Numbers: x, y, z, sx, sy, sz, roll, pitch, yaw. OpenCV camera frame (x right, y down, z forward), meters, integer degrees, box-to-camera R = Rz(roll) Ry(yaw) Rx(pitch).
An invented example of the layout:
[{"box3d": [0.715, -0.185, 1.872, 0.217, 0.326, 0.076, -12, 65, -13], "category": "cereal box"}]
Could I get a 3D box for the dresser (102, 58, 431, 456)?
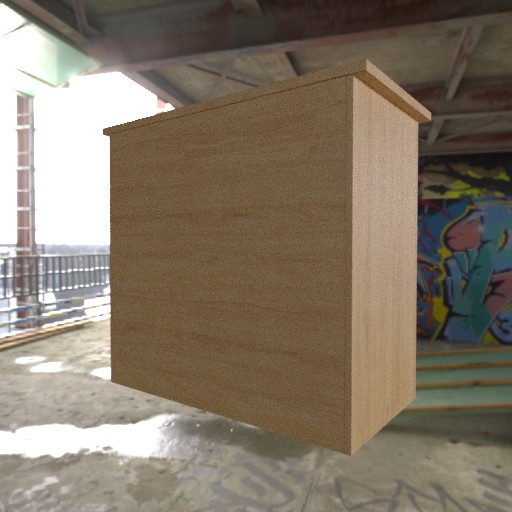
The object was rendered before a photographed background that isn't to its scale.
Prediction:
[{"box3d": [0.000, 0.000, 1.206, 0.800, 0.730, 0.410, 1, 2, 37], "category": "dresser"}]
